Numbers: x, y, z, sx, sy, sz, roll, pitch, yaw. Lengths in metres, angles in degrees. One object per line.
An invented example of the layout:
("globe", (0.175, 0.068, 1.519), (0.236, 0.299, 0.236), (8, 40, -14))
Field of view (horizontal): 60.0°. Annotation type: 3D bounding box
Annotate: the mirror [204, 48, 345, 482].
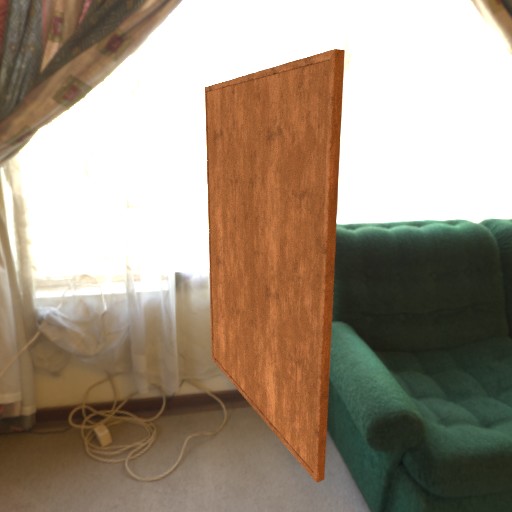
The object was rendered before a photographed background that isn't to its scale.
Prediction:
("mirror", (0.000, 0.000, 1.425), (0.028, 1.099, 0.796), (-7, 16, -26))
